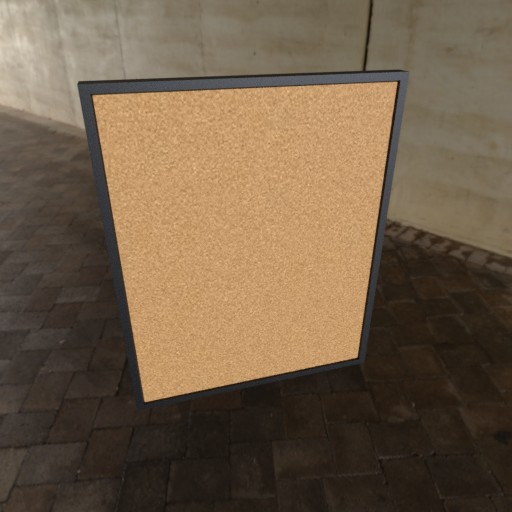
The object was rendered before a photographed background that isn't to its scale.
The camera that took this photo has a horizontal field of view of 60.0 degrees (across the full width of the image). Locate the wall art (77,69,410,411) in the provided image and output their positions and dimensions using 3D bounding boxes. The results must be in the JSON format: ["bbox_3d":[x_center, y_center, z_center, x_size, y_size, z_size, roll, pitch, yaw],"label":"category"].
[{"bbox_3d":[0.000,0.000,0.737,0.457,0.559,0.029,-8,30,-14],"label":"wall art"}]
